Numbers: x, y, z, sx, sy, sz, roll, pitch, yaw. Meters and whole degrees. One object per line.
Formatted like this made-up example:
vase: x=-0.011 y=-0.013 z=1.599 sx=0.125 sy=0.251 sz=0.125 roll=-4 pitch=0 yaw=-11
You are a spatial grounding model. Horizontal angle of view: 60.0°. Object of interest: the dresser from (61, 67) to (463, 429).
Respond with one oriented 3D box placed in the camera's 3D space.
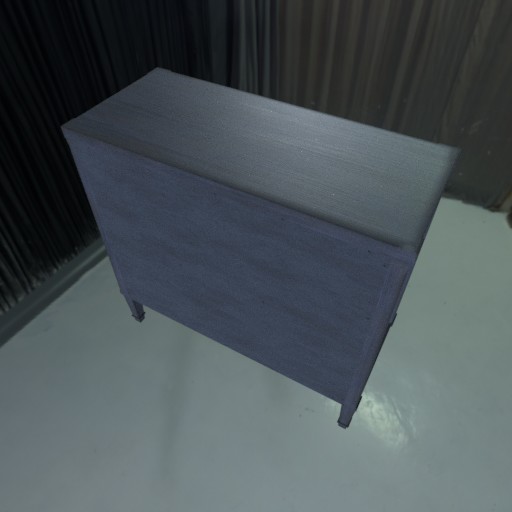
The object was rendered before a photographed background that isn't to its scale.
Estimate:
dresser: x=0.000 y=0.000 z=1.614 sx=1.049 sy=0.986 sz=0.463 roll=22 pitch=51 yaw=20
